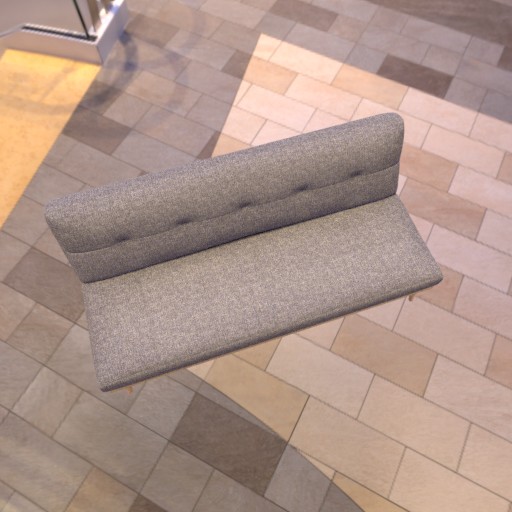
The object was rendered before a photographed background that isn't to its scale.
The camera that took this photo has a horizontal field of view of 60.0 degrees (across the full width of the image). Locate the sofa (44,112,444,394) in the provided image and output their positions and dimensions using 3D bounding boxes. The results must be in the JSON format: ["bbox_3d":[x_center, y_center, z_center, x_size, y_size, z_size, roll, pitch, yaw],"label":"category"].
[{"bbox_3d":[0.000,0.000,2.299,1.820,0.770,0.820,-16,65,-8],"label":"sofa"}]
